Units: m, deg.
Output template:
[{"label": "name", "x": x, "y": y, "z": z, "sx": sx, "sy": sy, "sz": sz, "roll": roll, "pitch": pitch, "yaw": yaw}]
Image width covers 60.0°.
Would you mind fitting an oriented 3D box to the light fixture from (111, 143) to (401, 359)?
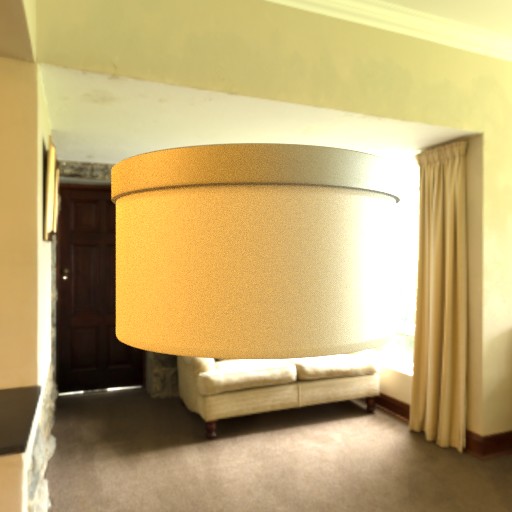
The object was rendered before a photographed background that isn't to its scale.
[{"label": "light fixture", "x": 0.000, "y": 0.000, "z": 0.634, "sx": 0.393, "sy": 0.229, "sz": 0.393, "roll": 0, "pitch": 0, "yaw": 0}]
